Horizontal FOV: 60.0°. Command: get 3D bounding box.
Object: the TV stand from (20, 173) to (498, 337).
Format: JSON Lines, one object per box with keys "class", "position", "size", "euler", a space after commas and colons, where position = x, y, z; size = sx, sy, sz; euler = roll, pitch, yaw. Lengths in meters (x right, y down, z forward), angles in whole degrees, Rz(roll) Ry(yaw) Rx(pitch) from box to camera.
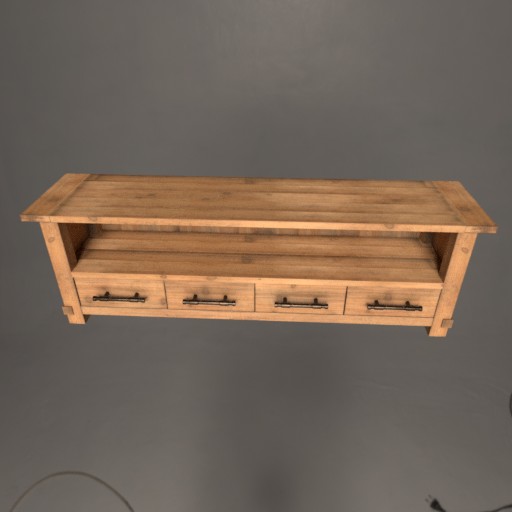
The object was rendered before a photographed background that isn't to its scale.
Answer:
{"class": "TV stand", "position": [0.000, 0.000, 1.993], "size": [1.804, 0.573, 0.453], "euler": [2, 32, 3]}
